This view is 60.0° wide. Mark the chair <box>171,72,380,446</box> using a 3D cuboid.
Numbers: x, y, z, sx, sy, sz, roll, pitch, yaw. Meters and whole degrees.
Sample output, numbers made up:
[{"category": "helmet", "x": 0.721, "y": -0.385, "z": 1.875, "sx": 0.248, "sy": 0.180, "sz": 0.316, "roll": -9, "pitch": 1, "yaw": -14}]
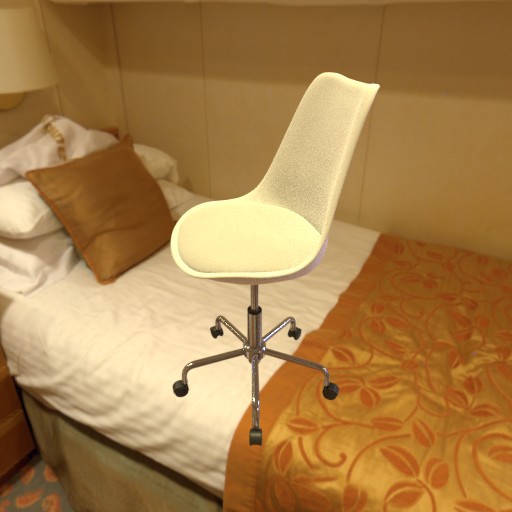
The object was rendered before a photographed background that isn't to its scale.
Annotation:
[{"category": "chair", "x": 0.000, "y": 0.000, "z": 1.263, "sx": 0.550, "sy": 0.930, "sz": 0.550, "roll": -8, "pitch": 30, "yaw": -14}]
